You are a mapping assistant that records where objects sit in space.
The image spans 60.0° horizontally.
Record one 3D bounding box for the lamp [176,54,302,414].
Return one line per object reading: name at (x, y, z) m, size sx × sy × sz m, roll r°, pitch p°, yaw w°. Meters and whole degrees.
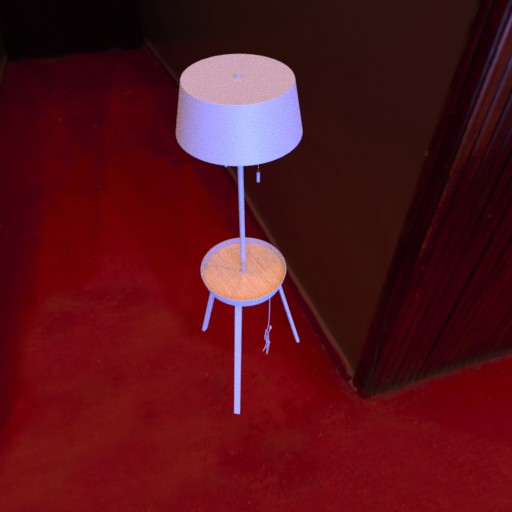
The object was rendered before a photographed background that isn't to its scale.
lamp at (0.000, 0.000, 1.692) m, size 0.468 × 1.429 × 0.508 m, roll -17°, pitch 49°, yaw -15°
